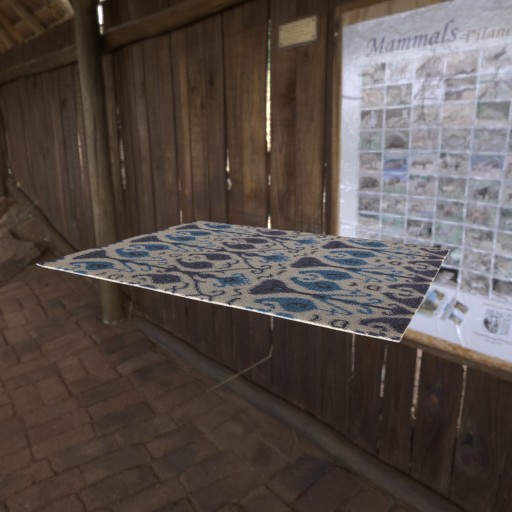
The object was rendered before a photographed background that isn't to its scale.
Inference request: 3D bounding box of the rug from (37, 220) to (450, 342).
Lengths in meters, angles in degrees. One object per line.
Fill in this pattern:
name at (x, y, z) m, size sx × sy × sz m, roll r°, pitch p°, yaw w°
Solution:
rug at (0.000, 0.000, 4.294) m, size 3.228 × 0.024 × 2.443 m, roll 8°, pitch 17°, yaw 28°
